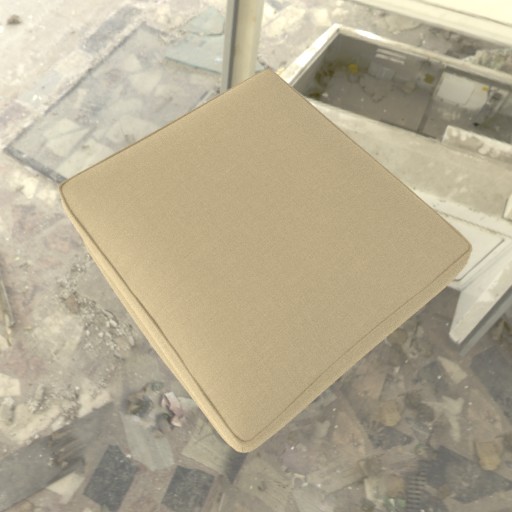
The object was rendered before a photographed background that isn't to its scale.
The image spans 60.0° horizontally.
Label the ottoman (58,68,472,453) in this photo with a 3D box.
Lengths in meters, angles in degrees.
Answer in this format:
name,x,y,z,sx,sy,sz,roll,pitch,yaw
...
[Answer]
name,x,y,z,sx,sy,sz,roll,pitch,yaw
ottoman,0.000,0.000,1.119,0.662,0.505,0.716,-35,69,-16
